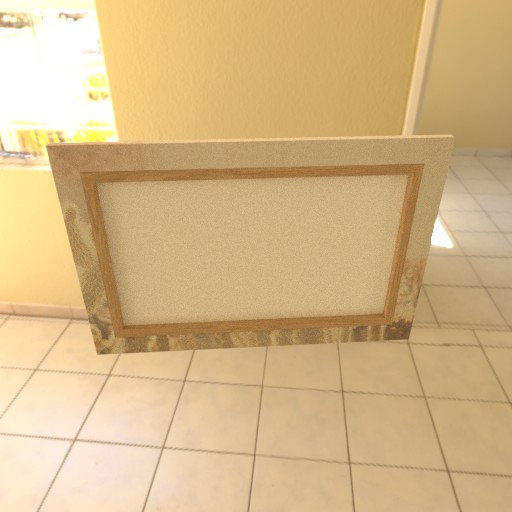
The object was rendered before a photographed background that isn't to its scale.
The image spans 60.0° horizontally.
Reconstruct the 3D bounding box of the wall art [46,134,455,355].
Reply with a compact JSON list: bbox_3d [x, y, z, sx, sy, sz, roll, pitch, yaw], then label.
[{"bbox_3d":[0.000,0.000,1.919,1.525,1.012,0.038,-2,31,-4],"label":"wall art"}]
